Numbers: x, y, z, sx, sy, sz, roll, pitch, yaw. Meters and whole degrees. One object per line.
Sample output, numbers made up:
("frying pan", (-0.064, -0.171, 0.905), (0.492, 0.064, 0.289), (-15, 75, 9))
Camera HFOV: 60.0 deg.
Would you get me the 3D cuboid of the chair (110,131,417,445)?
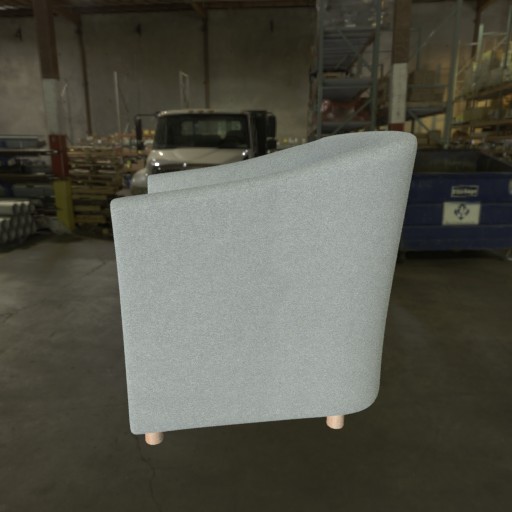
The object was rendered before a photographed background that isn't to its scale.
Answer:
("chair", (0.000, 0.000, 1.333), (0.700, 0.720, 0.790), (-2, 14, -8))
